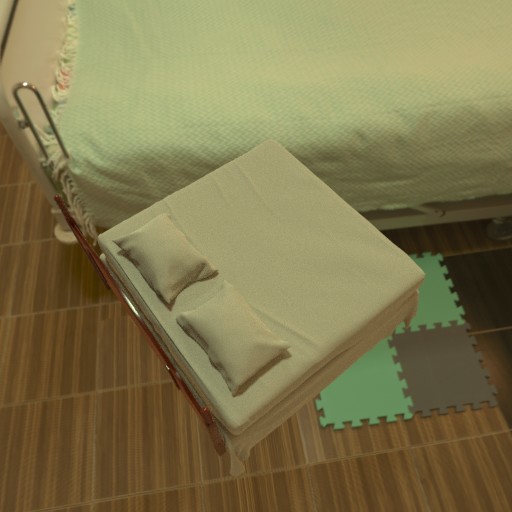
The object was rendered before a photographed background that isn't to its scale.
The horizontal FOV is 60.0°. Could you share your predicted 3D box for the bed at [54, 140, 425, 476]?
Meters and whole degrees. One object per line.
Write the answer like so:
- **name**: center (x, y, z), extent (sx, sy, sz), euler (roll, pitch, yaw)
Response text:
- **bed**: center (0.000, 0.000, 3.666), extent (2.219, 1.355, 2.322), euler (-33, 64, -19)
